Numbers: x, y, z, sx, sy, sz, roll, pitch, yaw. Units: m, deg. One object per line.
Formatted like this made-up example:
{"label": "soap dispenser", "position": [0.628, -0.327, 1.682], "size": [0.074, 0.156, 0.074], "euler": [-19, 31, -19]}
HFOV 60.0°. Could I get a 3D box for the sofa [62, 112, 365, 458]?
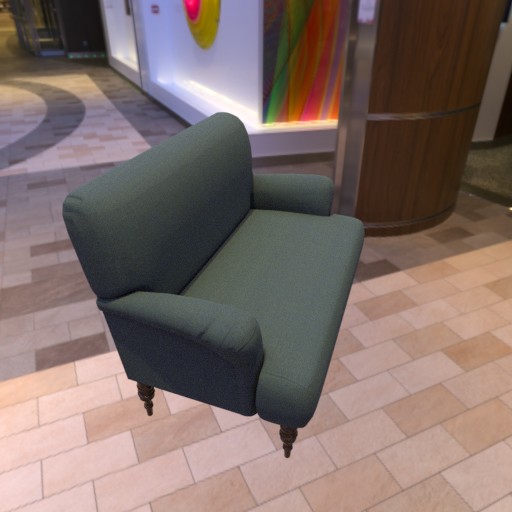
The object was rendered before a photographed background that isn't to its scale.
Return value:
{"label": "sofa", "position": [0.000, 0.000, 1.830], "size": [0.779, 0.889, 1.297], "euler": [10, 32, 16]}
